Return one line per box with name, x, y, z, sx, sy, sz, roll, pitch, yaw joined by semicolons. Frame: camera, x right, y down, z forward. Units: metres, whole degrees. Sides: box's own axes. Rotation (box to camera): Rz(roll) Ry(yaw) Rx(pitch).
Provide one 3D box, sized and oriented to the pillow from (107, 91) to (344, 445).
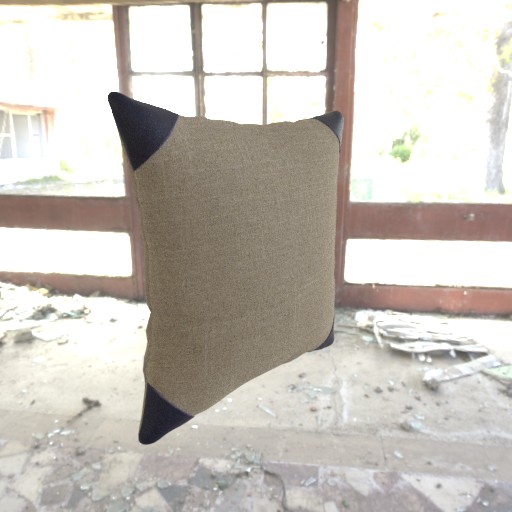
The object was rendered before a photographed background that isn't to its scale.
pillow;0.000;0.000;0.673;0.147;0.441;0.440;13;20;41
